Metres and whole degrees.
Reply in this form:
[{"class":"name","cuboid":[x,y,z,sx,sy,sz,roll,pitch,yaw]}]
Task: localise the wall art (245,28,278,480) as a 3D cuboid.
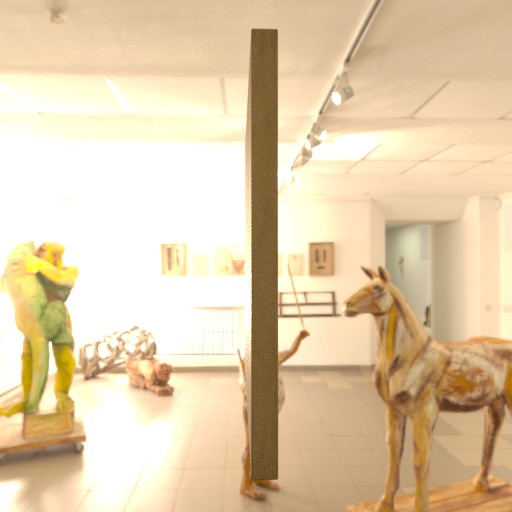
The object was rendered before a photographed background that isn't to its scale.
[{"class":"wall art","cuboid":[0.000,0.000,0.747,0.030,0.506,0.503,0,-1,-2]}]
